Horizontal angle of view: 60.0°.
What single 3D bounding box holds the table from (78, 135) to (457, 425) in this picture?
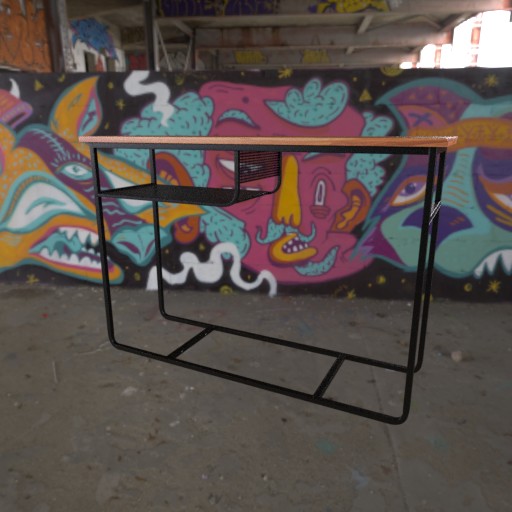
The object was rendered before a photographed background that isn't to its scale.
[{"bbox_3d":[0.000,0.000,1.440,1.100,0.750,0.350,8,17,25],"label":"table"}]
